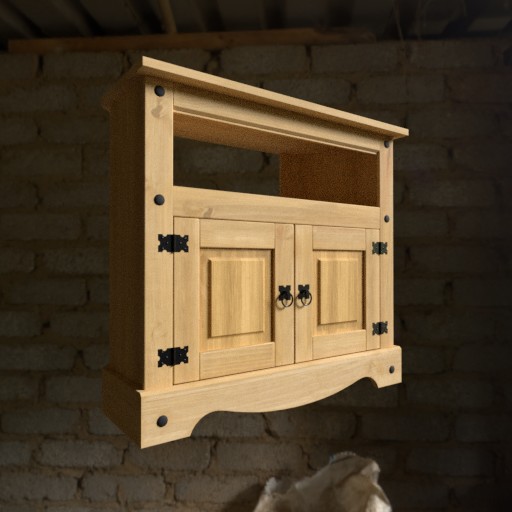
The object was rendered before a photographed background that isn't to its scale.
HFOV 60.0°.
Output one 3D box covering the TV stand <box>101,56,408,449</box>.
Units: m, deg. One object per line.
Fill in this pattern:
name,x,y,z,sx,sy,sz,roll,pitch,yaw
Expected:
TV stand,0.000,0.000,1.289,0.851,0.781,0.425,0,-1,-35
